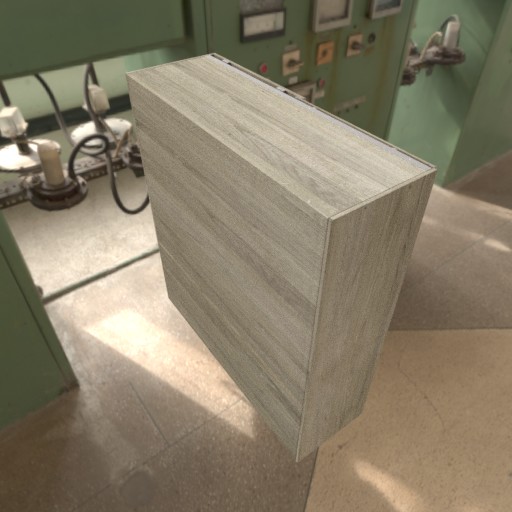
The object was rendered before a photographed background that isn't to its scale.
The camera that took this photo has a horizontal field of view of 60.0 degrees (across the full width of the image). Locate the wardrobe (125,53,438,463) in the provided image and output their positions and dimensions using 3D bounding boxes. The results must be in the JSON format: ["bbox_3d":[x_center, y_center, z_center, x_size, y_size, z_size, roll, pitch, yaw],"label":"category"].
[{"bbox_3d":[0.000,0.000,2.875,0.629,1.960,1.780,-26,48,-26],"label":"wardrobe"}]
